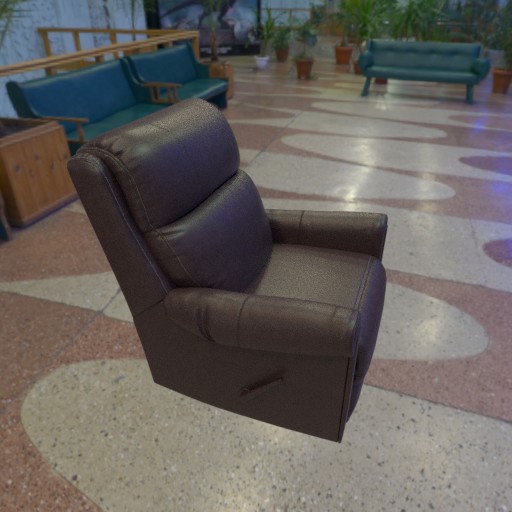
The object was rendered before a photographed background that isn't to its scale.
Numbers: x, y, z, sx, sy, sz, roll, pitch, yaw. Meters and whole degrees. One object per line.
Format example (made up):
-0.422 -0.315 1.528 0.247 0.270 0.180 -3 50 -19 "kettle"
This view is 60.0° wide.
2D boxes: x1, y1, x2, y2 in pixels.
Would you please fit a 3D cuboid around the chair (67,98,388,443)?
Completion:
0.000 0.000 1.749 1.014 1.054 0.838 11 32 18 "chair"
